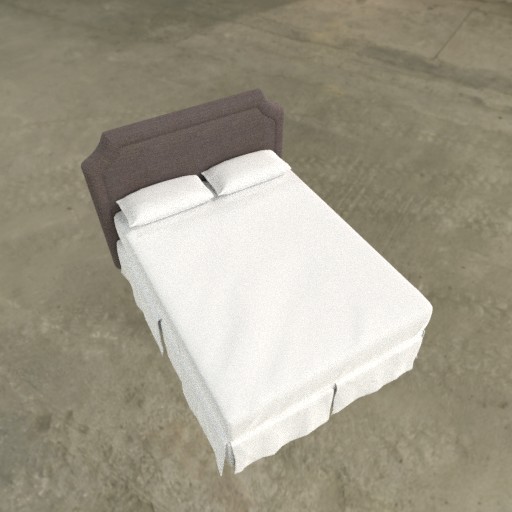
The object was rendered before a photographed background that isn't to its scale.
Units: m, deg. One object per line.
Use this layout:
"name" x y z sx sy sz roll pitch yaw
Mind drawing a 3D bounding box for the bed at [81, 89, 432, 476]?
"bed" 0.000 0.000 3.150 1.693 1.290 2.116 -23 51 -20
